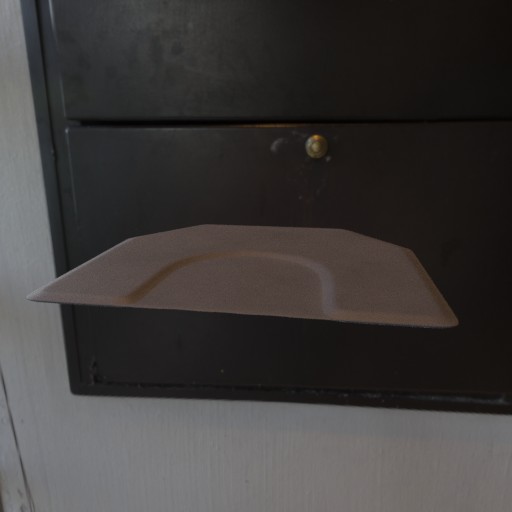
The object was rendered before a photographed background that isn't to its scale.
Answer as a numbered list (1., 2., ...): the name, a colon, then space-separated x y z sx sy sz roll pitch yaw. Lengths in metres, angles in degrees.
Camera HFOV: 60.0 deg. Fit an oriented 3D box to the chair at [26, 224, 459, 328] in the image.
1. chair: 0.000 0.000 1.917 1.372 0.024 1.219 3 16 9
